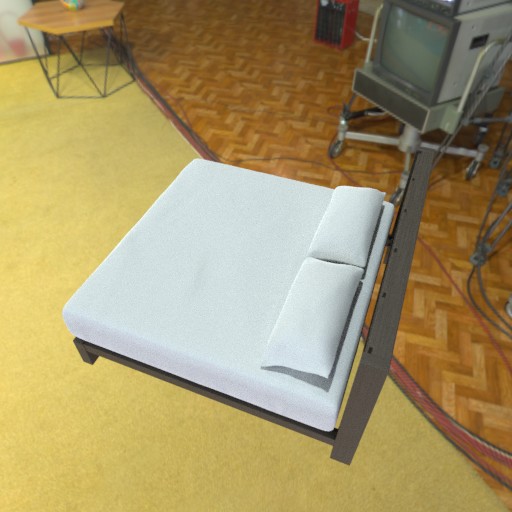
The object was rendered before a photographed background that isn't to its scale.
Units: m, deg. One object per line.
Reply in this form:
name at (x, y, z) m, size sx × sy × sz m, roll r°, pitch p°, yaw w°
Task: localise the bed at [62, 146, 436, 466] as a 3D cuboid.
bed at (0.000, 0.000, 3.583) m, size 2.238 × 1.261 × 2.143 m, roll 16°, pitch 48°, yaw 15°
